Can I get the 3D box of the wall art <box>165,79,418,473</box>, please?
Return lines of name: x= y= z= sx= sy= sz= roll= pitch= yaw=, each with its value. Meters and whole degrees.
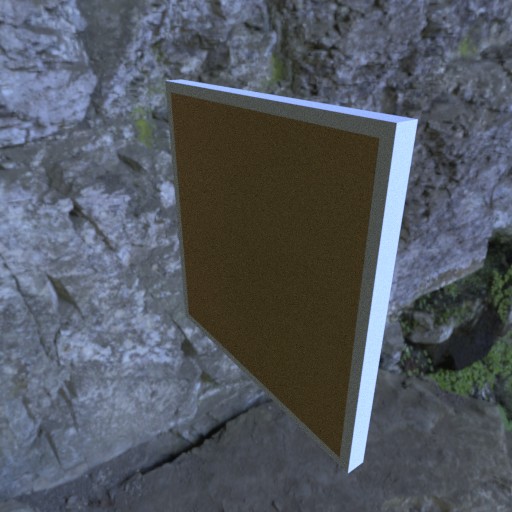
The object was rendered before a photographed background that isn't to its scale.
wall art: x=0.000 y=0.000 z=0.445 sx=0.020 sy=0.307 sz=0.307 roll=-18 pitch=32 yaw=-32
